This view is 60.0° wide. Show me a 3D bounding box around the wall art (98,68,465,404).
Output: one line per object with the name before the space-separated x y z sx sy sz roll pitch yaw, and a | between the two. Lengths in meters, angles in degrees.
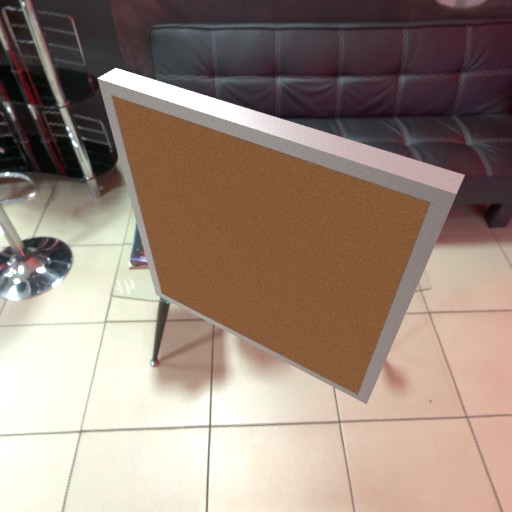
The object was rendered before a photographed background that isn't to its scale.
wall art | 0.000 0.000 0.744 0.506 0.506 0.038 24 52 20
